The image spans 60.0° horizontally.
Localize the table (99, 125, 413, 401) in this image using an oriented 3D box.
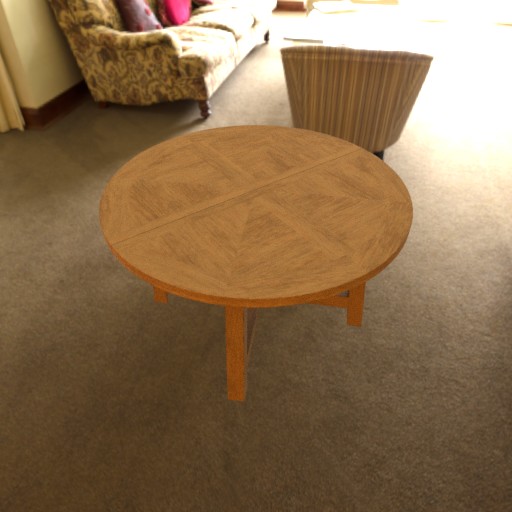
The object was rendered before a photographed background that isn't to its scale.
[{"bbox_3d":[0.000,0.000,2.175,1.319,0.762,1.319,0,40,0],"label":"table"}]
